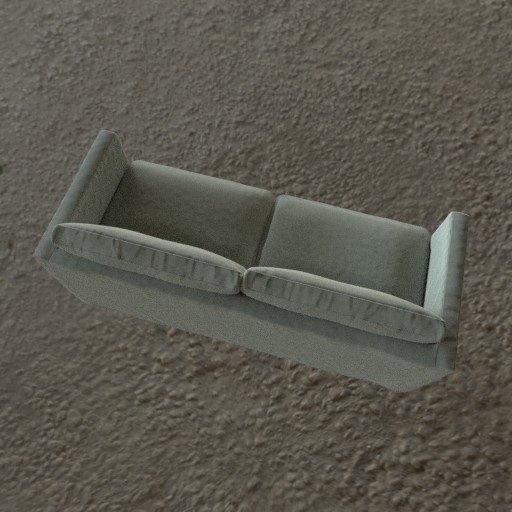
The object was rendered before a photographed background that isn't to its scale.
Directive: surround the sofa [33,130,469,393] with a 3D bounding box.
[{"bbox_3d":[0.000,0.000,2.729,2.312,0.853,0.962,14,66,7],"label":"sofa"}]
